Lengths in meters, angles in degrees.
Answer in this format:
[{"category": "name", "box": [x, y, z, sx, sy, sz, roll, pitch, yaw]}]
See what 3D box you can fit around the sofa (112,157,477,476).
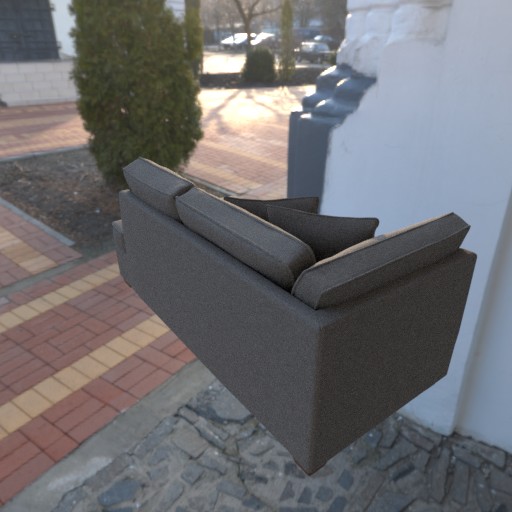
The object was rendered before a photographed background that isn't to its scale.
[{"category": "sofa", "box": [0.000, 0.000, 2.794, 1.110, 1.033, 2.237, -18, 31, -32]}]
